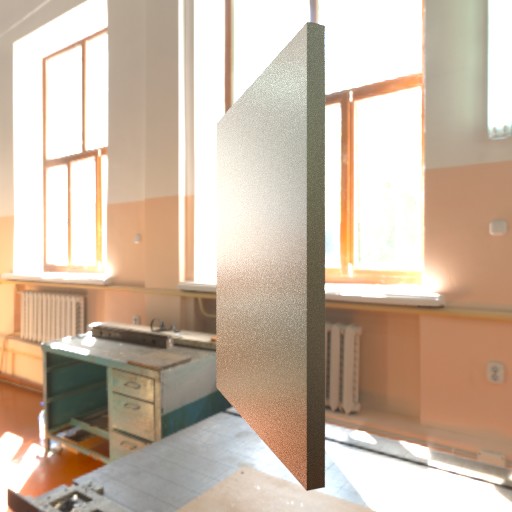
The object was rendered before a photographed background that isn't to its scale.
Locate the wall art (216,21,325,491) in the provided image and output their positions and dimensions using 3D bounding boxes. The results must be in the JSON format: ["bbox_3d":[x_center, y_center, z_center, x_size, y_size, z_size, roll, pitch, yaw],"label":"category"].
[{"bbox_3d":[0.000,0.000,0.751,0.025,0.569,0.444,0,0,-19],"label":"wall art"}]
